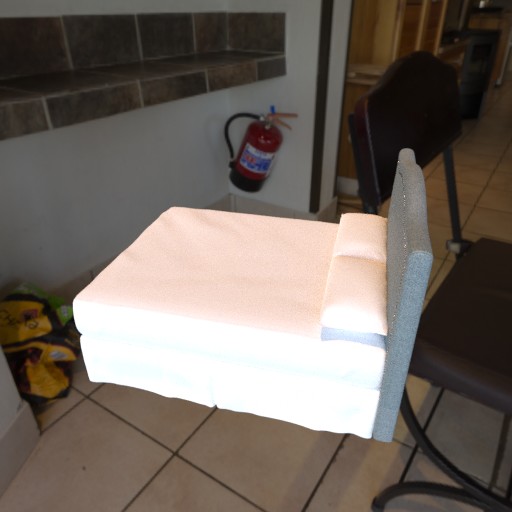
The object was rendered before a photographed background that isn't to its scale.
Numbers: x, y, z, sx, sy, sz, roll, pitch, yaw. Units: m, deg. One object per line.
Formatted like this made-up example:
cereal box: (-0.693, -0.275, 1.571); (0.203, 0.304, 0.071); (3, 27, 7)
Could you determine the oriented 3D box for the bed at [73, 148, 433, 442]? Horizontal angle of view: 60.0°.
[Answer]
bed: (0.000, 0.000, 3.287); (2.143, 1.460, 1.753); (7, 30, 13)
